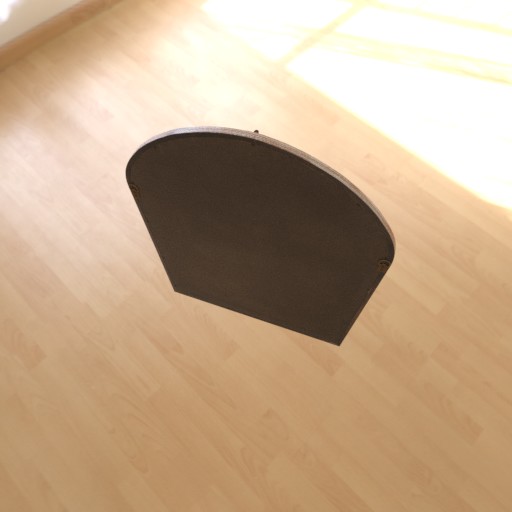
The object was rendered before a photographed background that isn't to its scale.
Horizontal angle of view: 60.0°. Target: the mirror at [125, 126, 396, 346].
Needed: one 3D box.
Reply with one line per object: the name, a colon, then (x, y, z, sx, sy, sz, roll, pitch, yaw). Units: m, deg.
mirror: (0.000, 0.000, 1.144, 0.609, 0.915, 0.032, 17, 65, 8)
